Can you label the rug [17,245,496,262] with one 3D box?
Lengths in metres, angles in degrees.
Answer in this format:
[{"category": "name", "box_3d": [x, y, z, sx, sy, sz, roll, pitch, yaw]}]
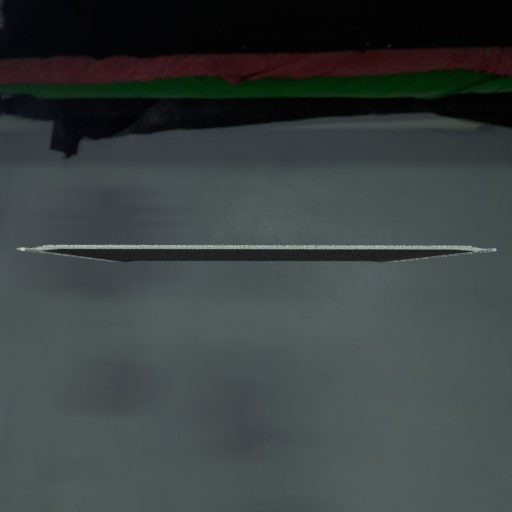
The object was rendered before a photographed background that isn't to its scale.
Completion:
[{"category": "rug", "box_3d": [0.000, 0.000, 2.873, 2.307, 0.031, 1.494, 0, -3, -2]}]
